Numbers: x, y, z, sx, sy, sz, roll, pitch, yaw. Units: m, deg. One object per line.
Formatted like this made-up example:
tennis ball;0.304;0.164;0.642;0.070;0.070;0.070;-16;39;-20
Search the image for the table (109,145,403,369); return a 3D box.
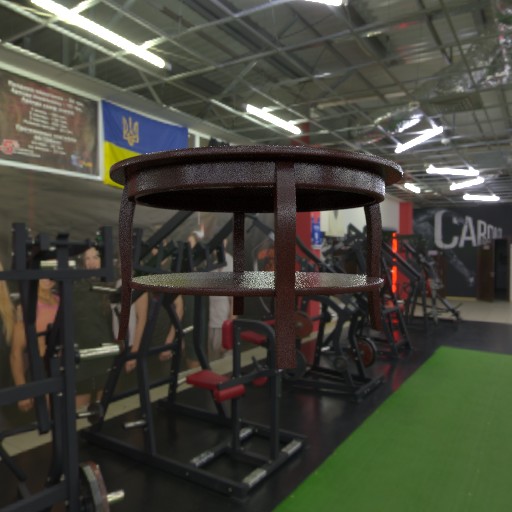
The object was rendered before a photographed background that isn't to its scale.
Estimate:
table;0.000;0.000;1.452;0.911;0.512;0.911;0;1;0
